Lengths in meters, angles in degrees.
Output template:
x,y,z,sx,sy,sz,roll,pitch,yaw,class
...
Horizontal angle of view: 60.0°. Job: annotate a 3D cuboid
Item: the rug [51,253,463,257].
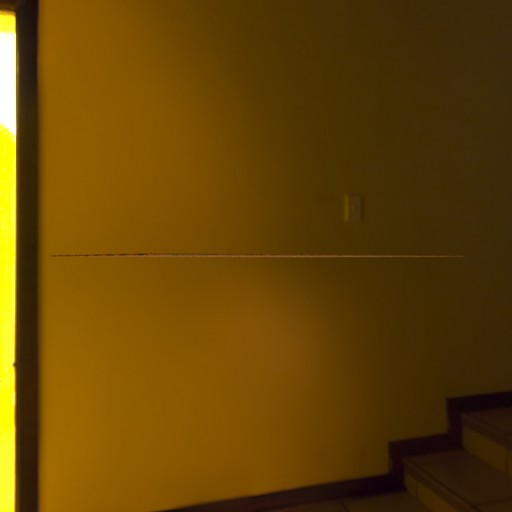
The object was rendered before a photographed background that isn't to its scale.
x,y,z,sx,sy,sz,roll,pitch,yaw,class
0.000,0.000,3.513,2.651,0.010,1.971,0,0,-36,rug
